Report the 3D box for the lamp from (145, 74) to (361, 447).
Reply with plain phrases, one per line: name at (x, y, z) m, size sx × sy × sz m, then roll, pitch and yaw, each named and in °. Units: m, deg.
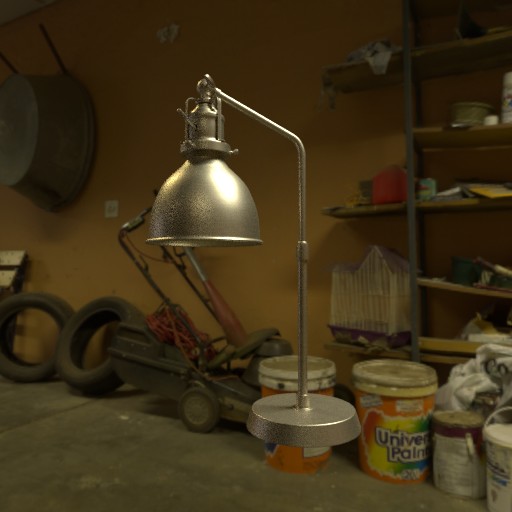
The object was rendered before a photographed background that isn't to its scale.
lamp at (0.000, 0.000, 0.587) m, size 0.286 × 0.456 × 0.153 m, roll 1°, pitch -2°, yaw -17°
